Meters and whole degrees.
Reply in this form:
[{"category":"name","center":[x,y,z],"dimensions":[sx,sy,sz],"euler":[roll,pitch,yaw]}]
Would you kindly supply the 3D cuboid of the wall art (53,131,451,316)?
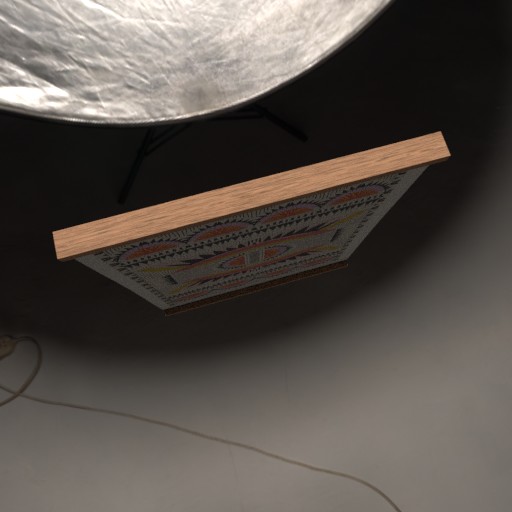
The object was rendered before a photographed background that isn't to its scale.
[{"category":"wall art","center":[0.000,0.000,0.693],"dimensions":[0.403,0.527,0.028],"euler":[-15,77,-4]}]
